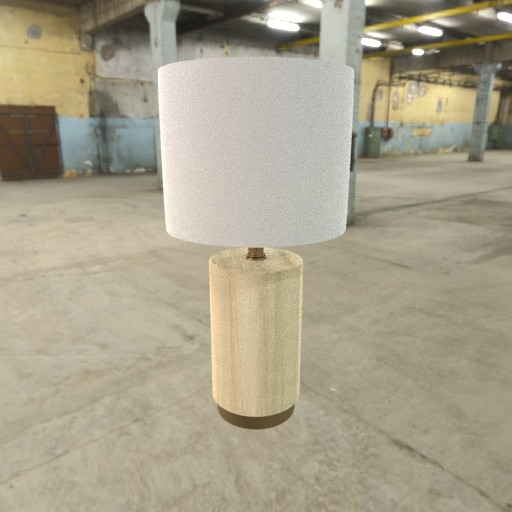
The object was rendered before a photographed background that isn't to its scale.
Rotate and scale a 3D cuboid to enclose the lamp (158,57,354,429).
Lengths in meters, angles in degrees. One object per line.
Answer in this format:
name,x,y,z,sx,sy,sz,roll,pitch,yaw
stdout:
lamp,0.000,0.000,0.579,0.228,0.444,0.228,-3,15,-10
